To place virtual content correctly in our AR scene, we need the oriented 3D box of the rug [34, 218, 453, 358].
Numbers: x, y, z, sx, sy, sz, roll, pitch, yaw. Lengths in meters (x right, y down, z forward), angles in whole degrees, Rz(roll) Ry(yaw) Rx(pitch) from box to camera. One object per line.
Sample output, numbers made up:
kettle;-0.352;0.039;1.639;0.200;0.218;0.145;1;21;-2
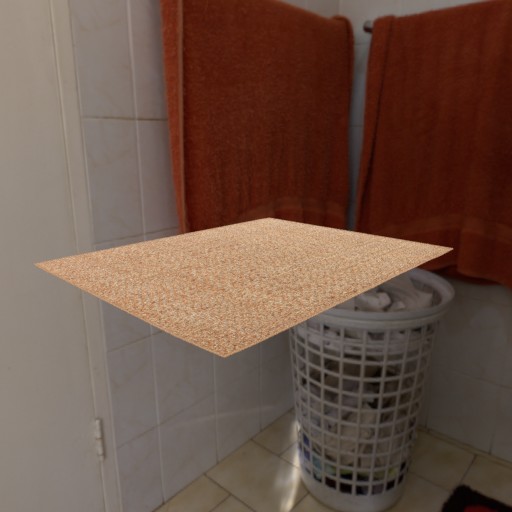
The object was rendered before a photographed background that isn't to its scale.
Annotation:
rug;0.000;0.000;4.050;2.439;0.013;3.048;14;21;42
